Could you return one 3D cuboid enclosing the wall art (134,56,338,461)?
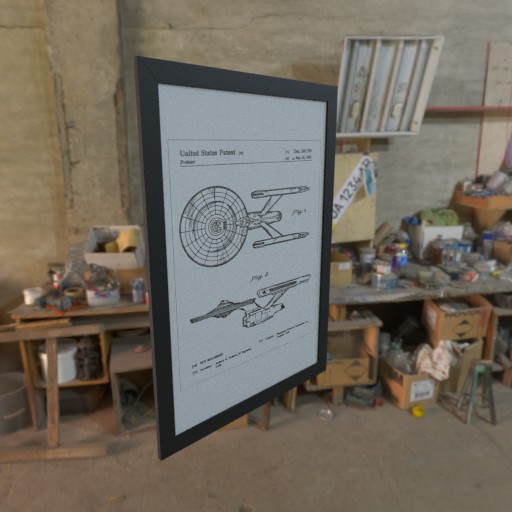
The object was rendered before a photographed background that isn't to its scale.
[{"bbox_3d":[0.000,0.000,0.692,0.379,0.530,0.008,-13,19,-42],"label":"wall art"}]
